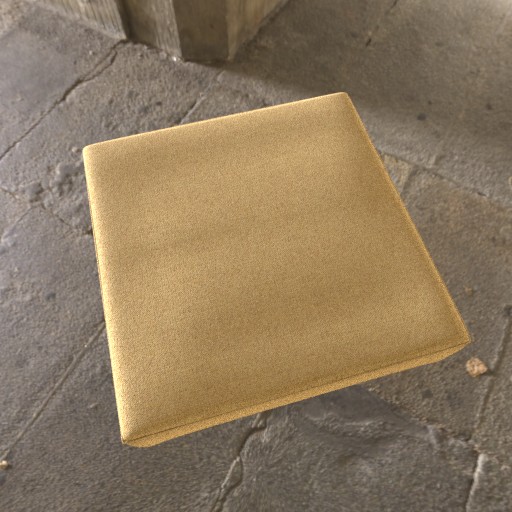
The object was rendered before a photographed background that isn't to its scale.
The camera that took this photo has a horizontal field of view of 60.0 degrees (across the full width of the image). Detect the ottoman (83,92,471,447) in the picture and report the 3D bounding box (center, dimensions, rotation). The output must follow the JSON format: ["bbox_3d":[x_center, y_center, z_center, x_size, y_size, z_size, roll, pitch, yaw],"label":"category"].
[{"bbox_3d":[0.000,0.000,1.492,0.970,0.378,0.981,-14,65,-7],"label":"ottoman"}]
